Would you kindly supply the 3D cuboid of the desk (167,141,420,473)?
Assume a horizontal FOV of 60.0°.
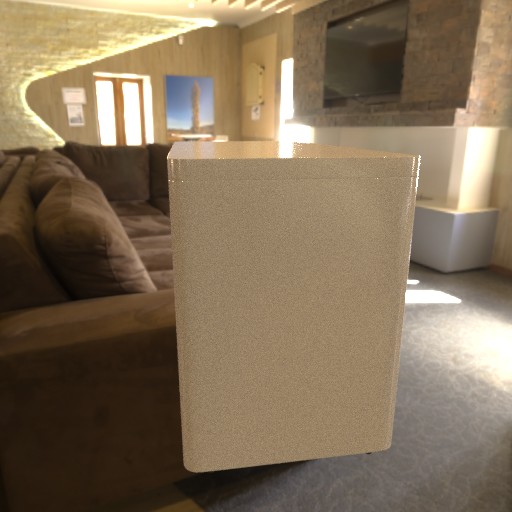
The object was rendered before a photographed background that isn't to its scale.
[{"bbox_3d":[0.000,0.000,1.581,0.550,0.760,1.200,-3,16,-9],"label":"desk"}]
